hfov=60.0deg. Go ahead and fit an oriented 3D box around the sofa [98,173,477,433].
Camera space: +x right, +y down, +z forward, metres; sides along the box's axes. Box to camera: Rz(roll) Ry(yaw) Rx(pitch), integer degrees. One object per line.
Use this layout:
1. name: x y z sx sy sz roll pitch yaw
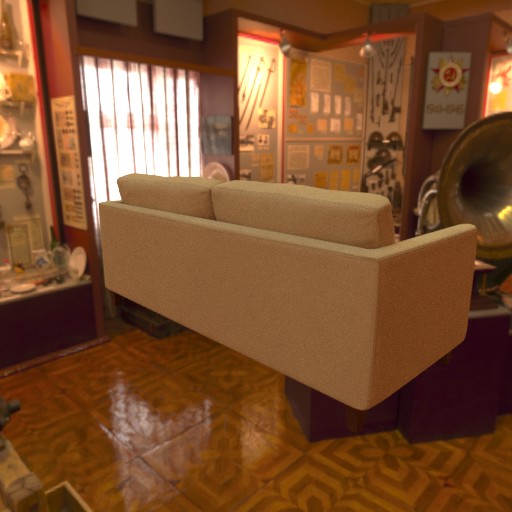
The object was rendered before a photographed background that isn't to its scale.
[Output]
1. sofa: 0.000 0.000 2.631 0.948 0.932 2.181 -13 19 -42
